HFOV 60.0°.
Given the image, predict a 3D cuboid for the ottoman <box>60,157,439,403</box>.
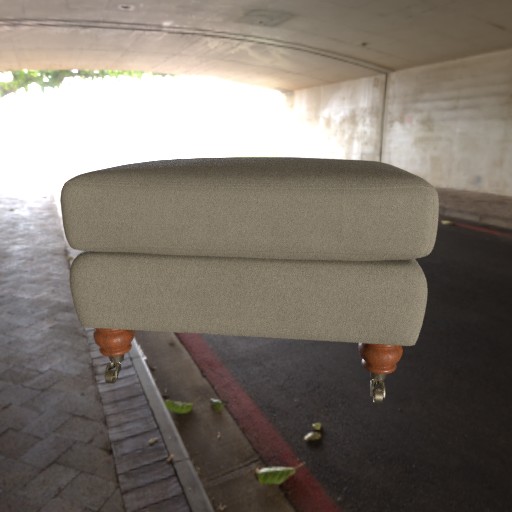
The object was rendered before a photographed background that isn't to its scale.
[{"bbox_3d":[0.000,0.000,1.166,0.773,0.504,0.569,2,15,7],"label":"ottoman"}]
